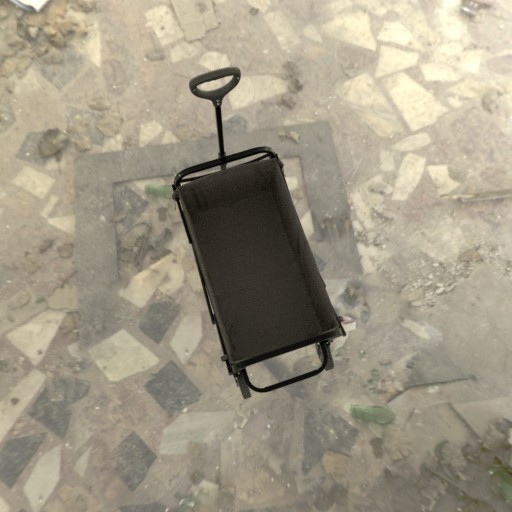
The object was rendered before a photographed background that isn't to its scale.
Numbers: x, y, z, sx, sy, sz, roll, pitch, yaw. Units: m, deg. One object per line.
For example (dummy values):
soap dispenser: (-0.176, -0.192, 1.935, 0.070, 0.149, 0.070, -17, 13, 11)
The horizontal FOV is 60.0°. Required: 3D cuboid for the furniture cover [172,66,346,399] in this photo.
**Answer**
furniture cover: (0.000, 0.000, 1.767, 0.532, 1.295, 1.038, -18, 75, -5)
